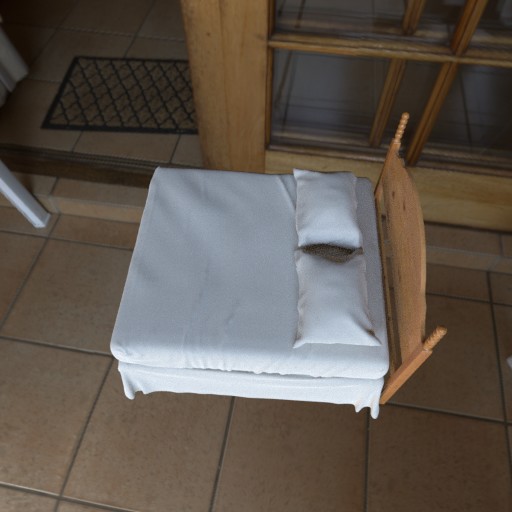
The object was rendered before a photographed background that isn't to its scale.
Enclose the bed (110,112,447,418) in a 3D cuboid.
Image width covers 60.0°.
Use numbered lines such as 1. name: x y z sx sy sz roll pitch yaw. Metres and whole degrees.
1. bed: 0.000 0.000 3.228 2.040 1.356 1.873 3 57 2
